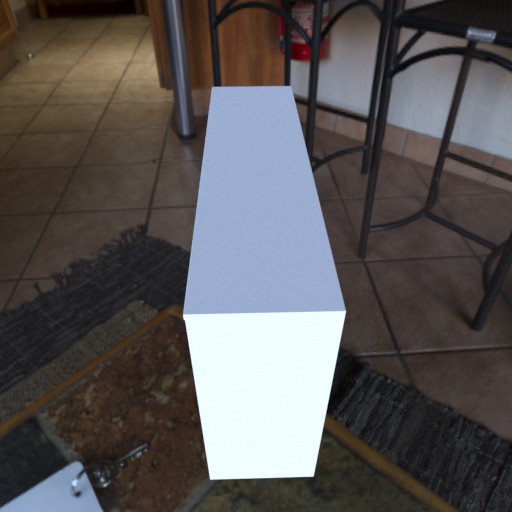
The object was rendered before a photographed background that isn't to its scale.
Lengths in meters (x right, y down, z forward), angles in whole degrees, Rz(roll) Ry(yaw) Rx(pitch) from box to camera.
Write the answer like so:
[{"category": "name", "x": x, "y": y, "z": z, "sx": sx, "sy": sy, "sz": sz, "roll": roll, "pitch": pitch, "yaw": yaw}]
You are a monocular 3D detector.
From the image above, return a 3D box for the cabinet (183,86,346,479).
[{"category": "cabinet", "x": 0.000, "y": 0.000, "z": 1.874, "sx": 0.380, "sy": 0.900, "sz": 1.450, "roll": -1, "pitch": 41, "yaw": -1}]
